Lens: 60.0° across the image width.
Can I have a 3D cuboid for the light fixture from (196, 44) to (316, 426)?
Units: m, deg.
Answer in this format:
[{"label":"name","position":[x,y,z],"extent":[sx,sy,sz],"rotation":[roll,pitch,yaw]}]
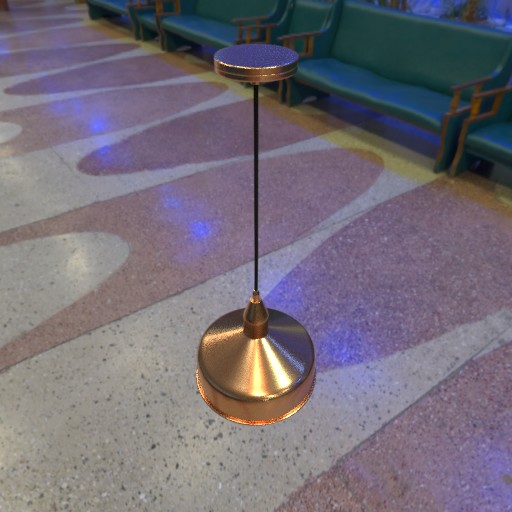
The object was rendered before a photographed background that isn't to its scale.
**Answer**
[{"label":"light fixture","position":[0.000,0.000,0.881],"extent":[0.301,0.754,0.301],"rotation":[-23,45,-26]}]
